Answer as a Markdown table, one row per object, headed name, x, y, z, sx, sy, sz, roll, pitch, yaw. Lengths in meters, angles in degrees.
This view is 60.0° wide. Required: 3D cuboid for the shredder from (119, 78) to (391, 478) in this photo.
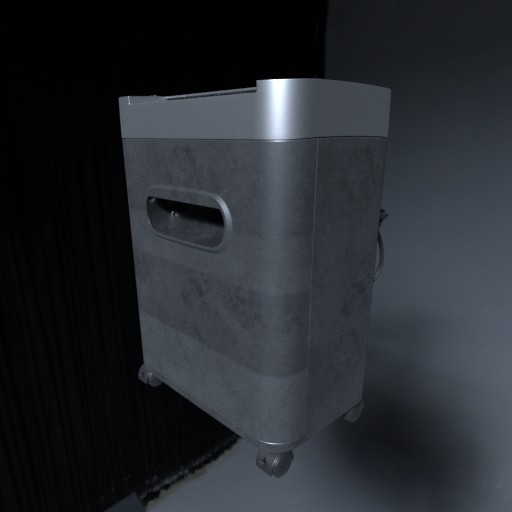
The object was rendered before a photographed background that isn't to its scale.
| name | x | y | z | sx | sy | sz | roll | pitch | yaw |
| --- | --- | --- | --- | --- | --- | --- | --- | --- | --- |
| shredder | 0.000 | 0.000 | 0.602 | 0.237 | 0.419 | 0.311 | -14 | 21 | -42 |
